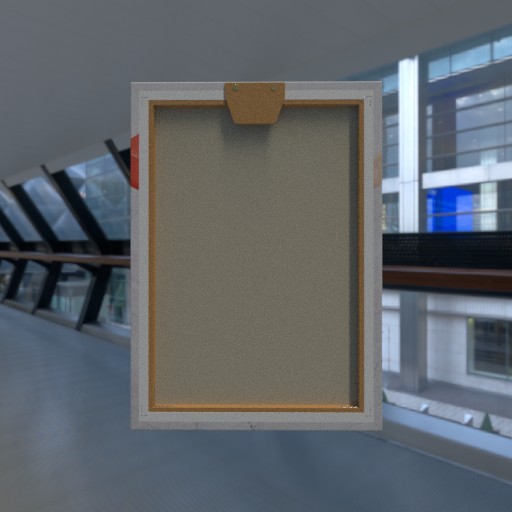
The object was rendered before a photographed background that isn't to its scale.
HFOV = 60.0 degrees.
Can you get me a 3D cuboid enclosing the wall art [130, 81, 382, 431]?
[{"bbox_3d":[0.000,0.000,1.089,0.613,0.848,0.036,0,0,1],"label":"wall art"}]
